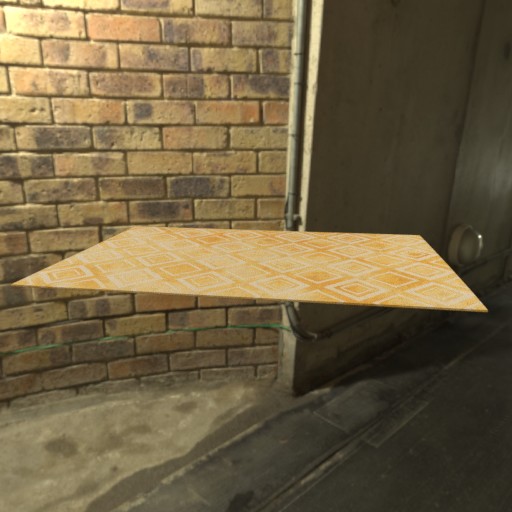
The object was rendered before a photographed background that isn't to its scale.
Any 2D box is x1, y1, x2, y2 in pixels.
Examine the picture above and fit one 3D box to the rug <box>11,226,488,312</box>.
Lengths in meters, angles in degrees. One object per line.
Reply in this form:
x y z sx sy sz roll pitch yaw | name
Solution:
0.000 0.000 2.242 1.829 0.010 1.213 2 15 8 | rug
